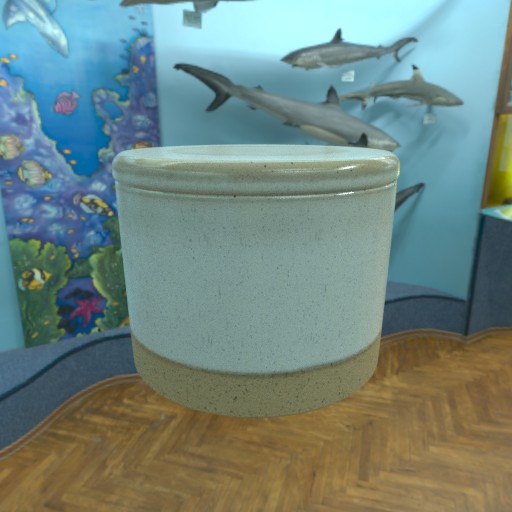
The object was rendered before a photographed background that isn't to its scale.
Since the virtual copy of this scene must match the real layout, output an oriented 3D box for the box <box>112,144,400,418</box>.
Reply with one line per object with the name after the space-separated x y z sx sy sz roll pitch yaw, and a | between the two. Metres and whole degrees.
0.000 0.000 0.263 0.154 0.123 0.154 0 17 0 | box
